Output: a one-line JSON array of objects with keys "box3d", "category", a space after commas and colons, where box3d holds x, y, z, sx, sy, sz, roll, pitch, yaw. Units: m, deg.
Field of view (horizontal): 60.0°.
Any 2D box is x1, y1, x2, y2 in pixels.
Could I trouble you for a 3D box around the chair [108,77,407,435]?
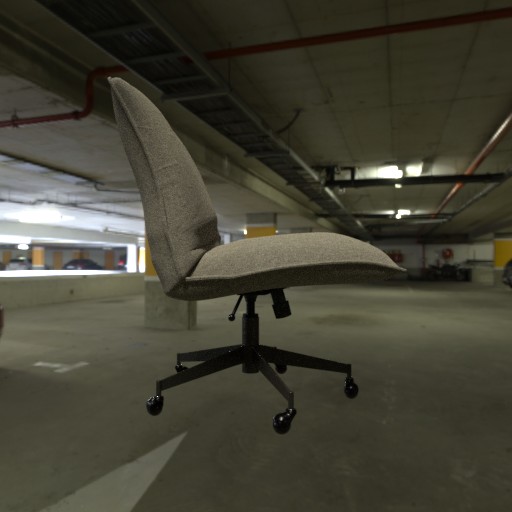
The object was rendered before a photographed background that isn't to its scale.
[{"box3d": [0.000, 0.000, 1.273, 0.696, 0.811, 0.597, 0, -1, 0], "category": "chair"}]
